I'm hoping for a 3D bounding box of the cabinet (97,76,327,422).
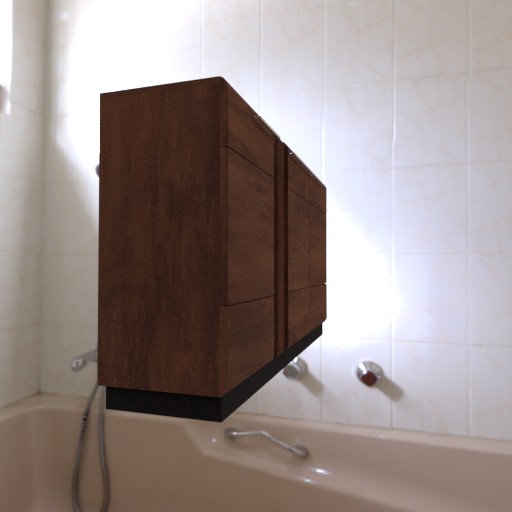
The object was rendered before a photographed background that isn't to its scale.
[{"bbox_3d":[0.000,0.000,1.954,0.420,0.900,1.600,0,-1,18],"label":"cabinet"}]
